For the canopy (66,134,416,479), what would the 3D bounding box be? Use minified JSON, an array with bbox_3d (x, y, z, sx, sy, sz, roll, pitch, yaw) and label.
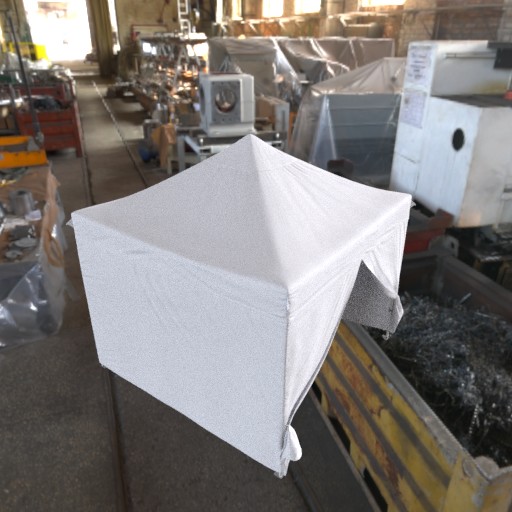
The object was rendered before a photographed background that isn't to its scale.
[{"bbox_3d":[0.000,0.000,5.558,3.121,2.997,3.043,18,31,32],"label":"canopy"}]
